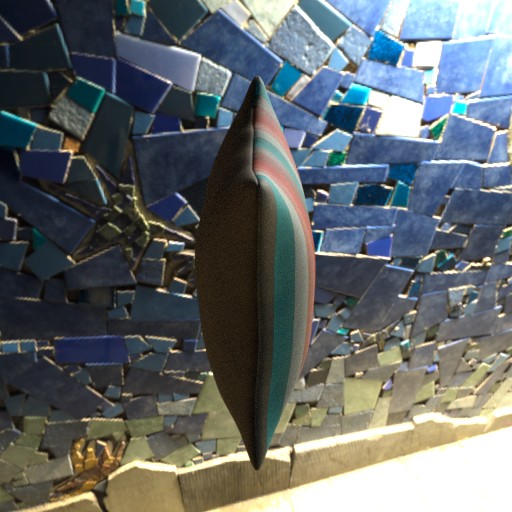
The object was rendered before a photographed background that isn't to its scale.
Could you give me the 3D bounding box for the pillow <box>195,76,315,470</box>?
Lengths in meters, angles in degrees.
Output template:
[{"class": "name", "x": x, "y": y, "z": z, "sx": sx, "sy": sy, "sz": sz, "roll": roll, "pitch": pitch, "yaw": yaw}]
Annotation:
[{"class": "pillow", "x": 0.000, "y": 0.000, "z": 0.691, "sx": 0.168, "sy": 0.443, "sz": 0.453, "roll": 0, "pitch": 33, "yaw": 0}]
